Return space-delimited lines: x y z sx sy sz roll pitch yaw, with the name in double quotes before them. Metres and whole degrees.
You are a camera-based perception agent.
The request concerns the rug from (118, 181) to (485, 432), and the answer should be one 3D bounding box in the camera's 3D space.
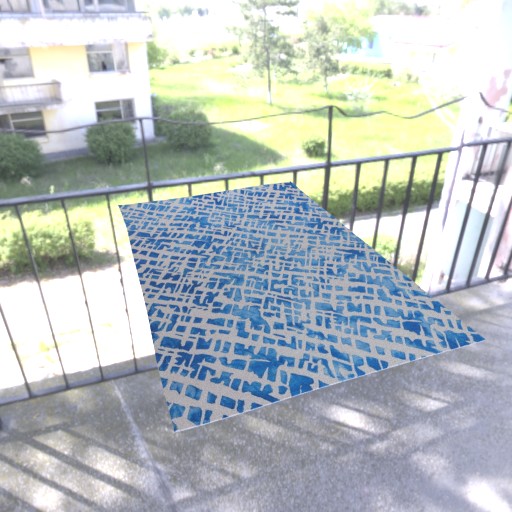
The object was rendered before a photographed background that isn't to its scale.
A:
"rug" 0.000 0.000 2.270 1.209 0.011 1.830 -11 32 -17
